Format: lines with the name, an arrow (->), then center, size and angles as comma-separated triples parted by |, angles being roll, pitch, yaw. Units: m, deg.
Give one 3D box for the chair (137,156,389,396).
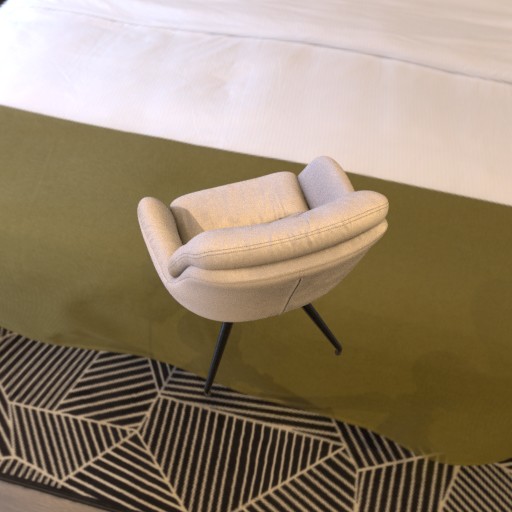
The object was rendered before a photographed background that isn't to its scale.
chair -> 0.000, 0.000, 1.282 | 0.579, 0.888, 0.569 | -15, 59, -9
